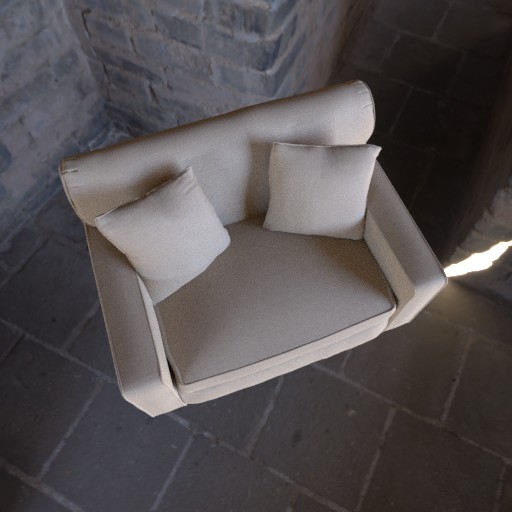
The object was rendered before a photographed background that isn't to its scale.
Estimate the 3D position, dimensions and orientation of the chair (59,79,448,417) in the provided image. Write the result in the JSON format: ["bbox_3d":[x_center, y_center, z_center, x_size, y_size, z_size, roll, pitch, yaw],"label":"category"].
[{"bbox_3d":[0.000,0.000,2.058,1.383,0.948,1.000,-18,64,-9],"label":"chair"}]
